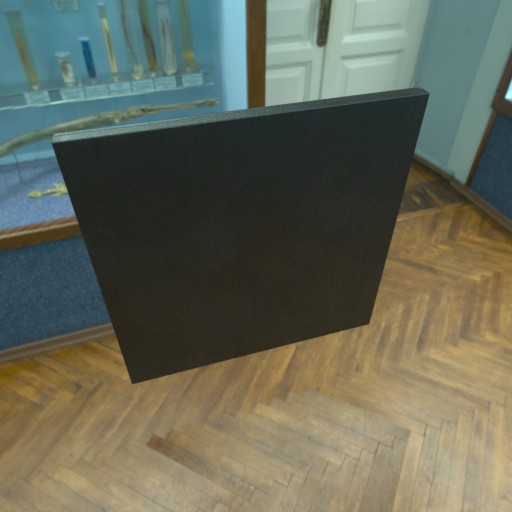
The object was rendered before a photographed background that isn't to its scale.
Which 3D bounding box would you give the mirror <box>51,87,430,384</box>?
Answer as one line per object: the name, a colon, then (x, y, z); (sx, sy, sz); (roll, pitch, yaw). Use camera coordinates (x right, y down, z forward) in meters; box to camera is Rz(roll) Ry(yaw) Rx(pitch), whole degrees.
mirror: (0.000, 0.000, 0.563); (0.382, 0.381, 0.020); (-12, 43, -13)
